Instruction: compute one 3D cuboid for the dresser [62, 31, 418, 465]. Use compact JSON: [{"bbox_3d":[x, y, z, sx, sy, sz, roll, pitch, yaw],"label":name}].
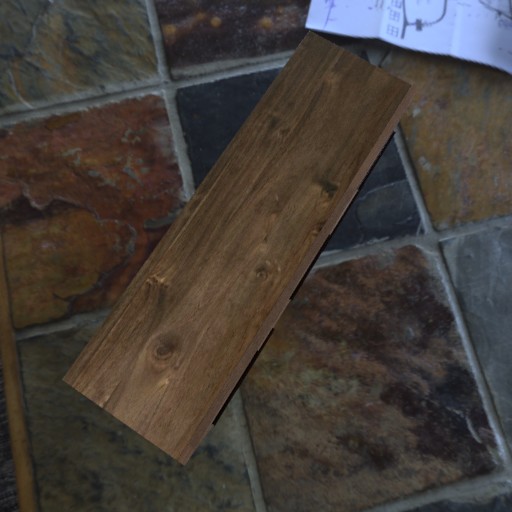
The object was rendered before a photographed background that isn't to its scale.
[{"bbox_3d":[0.000,0.000,1.815,0.446,0.873,1.400,32,79,7],"label":"dresser"}]
